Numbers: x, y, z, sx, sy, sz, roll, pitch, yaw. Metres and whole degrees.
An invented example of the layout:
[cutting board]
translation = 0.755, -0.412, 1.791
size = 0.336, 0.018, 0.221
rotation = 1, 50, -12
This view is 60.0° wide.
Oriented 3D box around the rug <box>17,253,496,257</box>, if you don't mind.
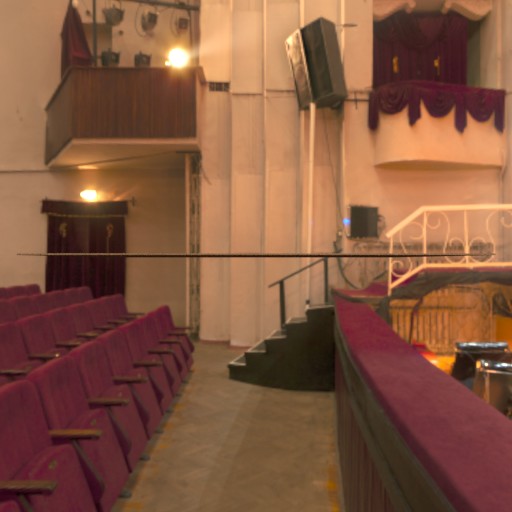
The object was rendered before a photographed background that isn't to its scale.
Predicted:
[rug]
translation = 0.000, 0.000, 2.268
size = 1.813, 0.006, 1.202
rotation = 0, -1, -1
